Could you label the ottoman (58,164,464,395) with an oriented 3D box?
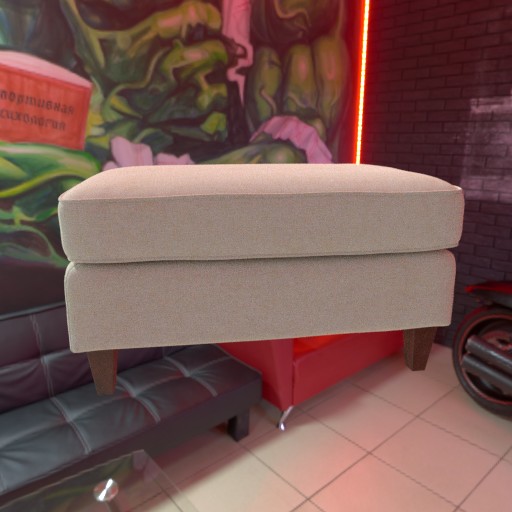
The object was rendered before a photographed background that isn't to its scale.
[{"bbox_3d":[0.000,0.000,1.205,0.862,0.484,0.583,-2,15,-8],"label":"ottoman"}]
